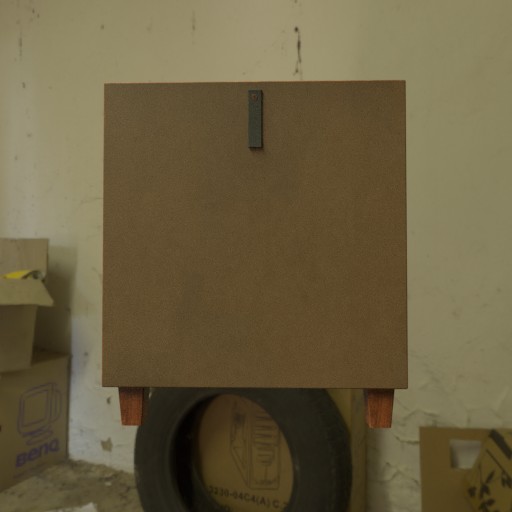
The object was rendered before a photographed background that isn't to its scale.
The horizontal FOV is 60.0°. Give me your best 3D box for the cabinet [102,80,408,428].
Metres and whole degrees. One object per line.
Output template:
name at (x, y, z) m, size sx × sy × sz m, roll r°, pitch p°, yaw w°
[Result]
cabinet at (0.000, 0.000, 1.082) m, size 0.607 × 0.695 × 0.410 m, roll 0°, pitch -1°, yaw 1°
